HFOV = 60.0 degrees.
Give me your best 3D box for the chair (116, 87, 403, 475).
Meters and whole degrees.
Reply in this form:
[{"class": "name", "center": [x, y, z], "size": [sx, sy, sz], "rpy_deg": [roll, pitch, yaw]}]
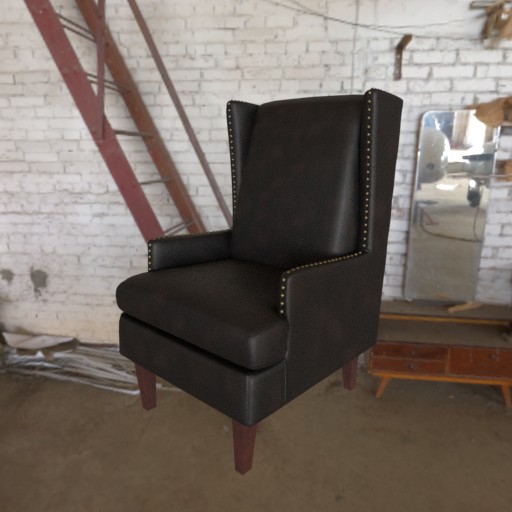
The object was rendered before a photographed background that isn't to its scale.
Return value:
[{"class": "chair", "center": [0.000, 0.000, 1.616], "size": [0.703, 1.142, 0.799], "rpy_deg": [13, 19, 40]}]
